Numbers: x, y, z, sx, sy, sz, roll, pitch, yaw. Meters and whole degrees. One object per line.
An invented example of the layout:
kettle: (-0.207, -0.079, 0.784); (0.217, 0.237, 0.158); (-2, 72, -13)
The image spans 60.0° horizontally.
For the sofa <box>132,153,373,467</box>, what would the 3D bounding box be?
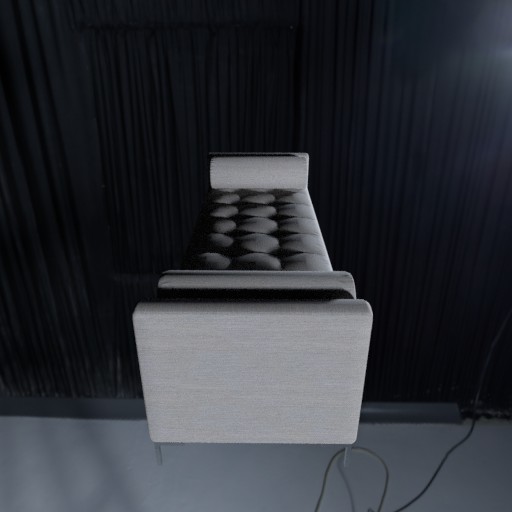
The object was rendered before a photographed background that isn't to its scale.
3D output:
sofa: (0.000, 0.000, 2.252); (0.686, 0.635, 1.981); (0, 26, 1)
